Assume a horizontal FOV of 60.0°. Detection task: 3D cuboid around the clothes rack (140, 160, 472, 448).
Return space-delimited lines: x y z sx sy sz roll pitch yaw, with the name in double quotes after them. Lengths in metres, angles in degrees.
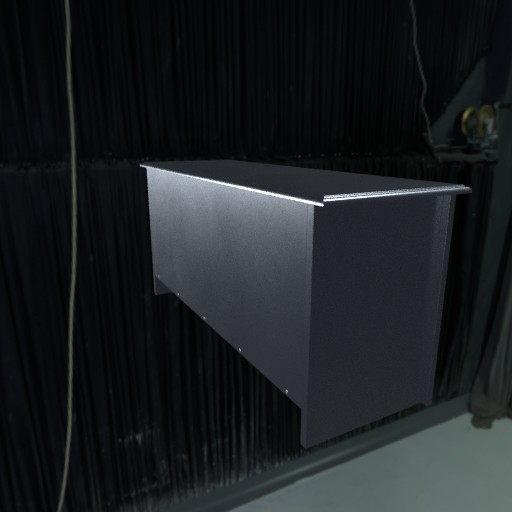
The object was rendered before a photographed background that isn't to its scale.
0.000 0.000 1.459 0.406 0.556 1.219 -8 17 -28 "clothes rack"
